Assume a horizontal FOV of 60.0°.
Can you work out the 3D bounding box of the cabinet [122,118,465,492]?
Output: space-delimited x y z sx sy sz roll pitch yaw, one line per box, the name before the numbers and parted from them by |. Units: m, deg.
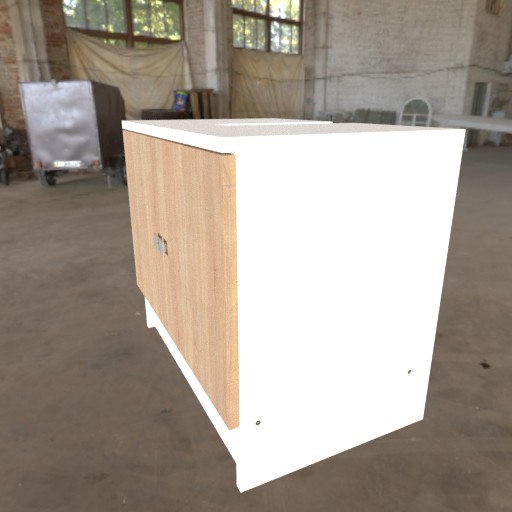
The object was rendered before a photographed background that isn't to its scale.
cabinet | 0.000 0.000 0.914 0.400 0.522 0.600 -9 21 -25
